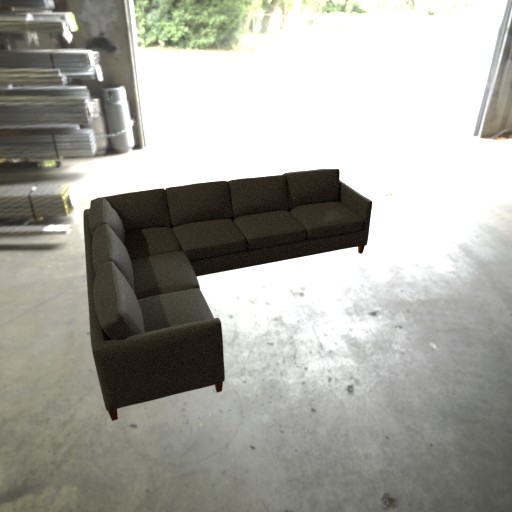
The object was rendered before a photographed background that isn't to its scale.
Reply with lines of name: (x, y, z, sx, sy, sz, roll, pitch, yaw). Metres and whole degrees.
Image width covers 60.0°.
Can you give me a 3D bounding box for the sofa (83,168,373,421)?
sofa: (0.000, 0.000, 4.627, 3.302, 0.947, 2.593, -10, 31, -17)
